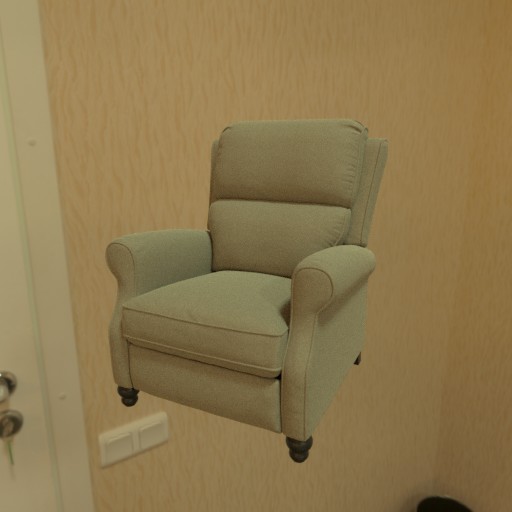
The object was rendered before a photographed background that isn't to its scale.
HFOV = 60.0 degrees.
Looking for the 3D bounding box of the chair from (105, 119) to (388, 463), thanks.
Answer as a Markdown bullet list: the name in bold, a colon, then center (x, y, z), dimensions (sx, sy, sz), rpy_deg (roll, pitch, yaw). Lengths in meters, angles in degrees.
- **chair**: center (0.000, 0.000, 1.730), dimensions (0.859, 1.046, 0.919), rpy_deg (7, 16, 25)
